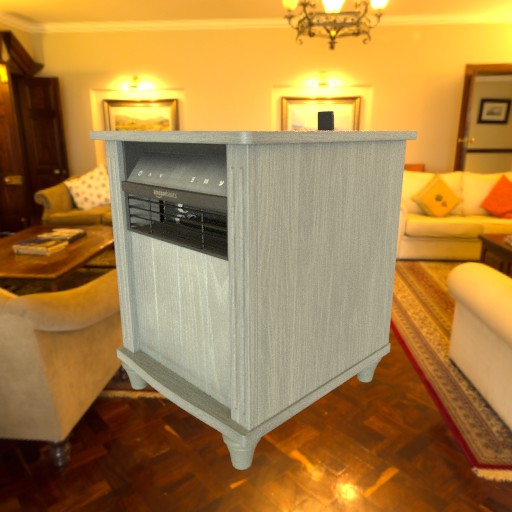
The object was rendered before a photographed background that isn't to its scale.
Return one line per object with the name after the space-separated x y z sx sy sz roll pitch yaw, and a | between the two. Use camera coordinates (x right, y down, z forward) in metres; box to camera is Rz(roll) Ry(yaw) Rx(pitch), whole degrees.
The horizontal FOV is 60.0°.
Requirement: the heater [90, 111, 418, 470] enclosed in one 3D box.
0.000 0.000 0.756 0.400 0.481 0.362 -15 22 -42 | heater
